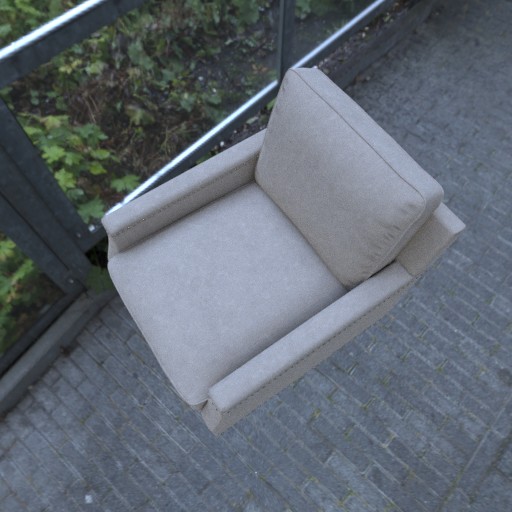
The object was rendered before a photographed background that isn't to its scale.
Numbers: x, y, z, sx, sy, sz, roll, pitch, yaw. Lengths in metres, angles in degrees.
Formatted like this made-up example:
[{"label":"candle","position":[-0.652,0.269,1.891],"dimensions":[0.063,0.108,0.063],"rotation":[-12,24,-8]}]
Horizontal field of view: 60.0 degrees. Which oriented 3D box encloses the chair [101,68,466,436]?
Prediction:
[{"label":"chair","position":[0.000,0.000,1.684],"dimensions":[1.014,0.943,0.853],"rotation":[-32,68,-14]}]
